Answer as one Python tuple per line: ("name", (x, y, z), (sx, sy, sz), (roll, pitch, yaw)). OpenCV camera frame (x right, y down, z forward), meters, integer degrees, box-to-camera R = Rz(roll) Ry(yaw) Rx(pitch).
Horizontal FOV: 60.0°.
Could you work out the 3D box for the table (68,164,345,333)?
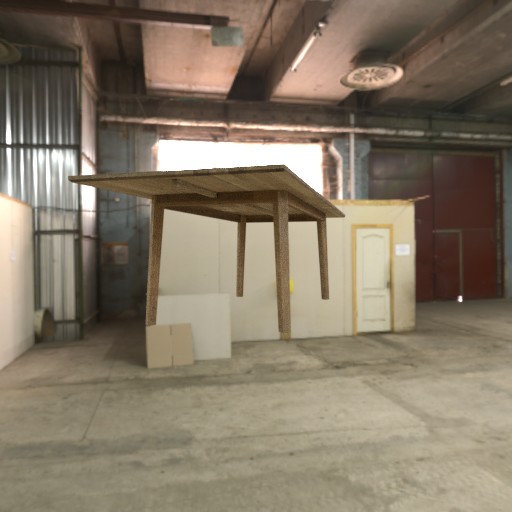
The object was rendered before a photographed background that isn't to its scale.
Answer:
("table", (0.000, 0.000, 3.110), (1.000, 0.752, 2.603), (0, 1, 16))
